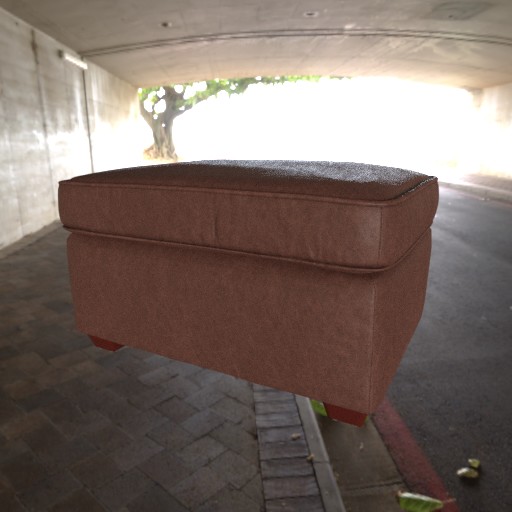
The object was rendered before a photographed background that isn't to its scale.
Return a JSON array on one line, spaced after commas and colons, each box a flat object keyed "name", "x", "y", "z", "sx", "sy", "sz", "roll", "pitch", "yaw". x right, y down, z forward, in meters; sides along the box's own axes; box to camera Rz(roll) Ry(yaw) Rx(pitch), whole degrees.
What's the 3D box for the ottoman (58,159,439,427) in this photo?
[{"name": "ottoman", "x": 0.000, "y": 0.000, "z": 1.062, "sx": 0.749, "sy": 0.449, "sz": 0.548, "roll": 8, "pitch": 17, "yaw": 27}]
